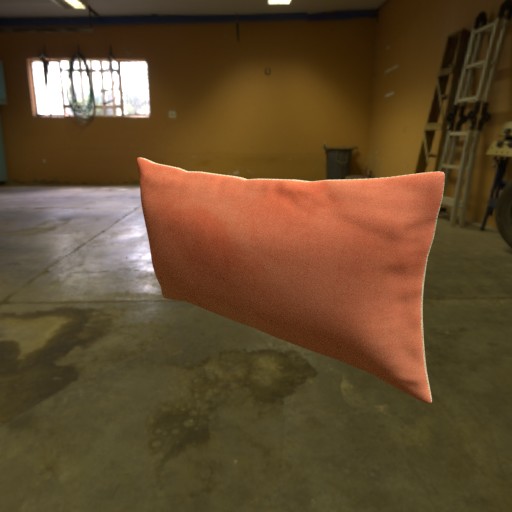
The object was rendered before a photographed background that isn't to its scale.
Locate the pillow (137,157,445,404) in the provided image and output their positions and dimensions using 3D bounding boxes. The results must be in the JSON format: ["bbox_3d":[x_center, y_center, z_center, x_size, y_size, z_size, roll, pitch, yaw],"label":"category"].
[{"bbox_3d":[0.000,0.000,0.737,0.608,0.307,0.155,13,20,42],"label":"pillow"}]
